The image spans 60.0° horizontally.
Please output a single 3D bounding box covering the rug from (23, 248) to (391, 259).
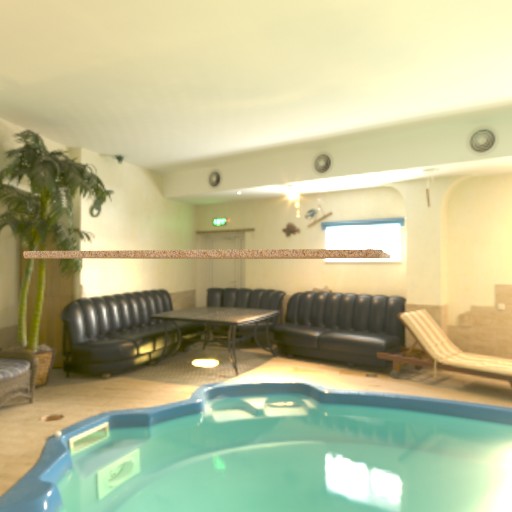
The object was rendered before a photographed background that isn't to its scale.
[{"bbox_3d":[0.000,0.000,2.100,1.199,0.025,1.600,0,0,18],"label":"rug"}]
